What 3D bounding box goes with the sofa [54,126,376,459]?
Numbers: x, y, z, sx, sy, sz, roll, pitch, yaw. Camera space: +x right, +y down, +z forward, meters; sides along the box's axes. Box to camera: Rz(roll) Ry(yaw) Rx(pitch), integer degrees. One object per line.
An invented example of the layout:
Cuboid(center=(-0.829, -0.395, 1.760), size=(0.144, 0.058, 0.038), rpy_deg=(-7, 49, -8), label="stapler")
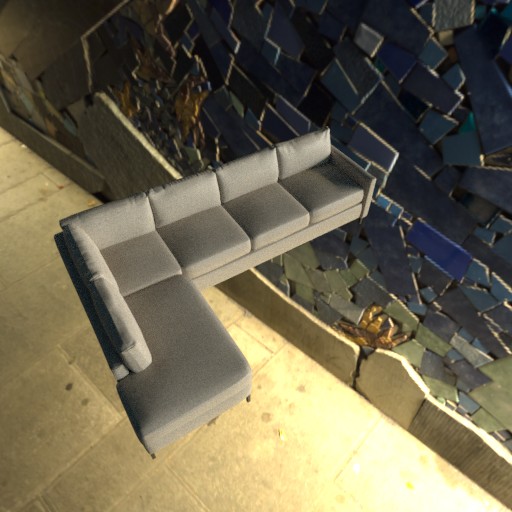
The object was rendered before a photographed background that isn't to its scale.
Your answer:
Cuboid(center=(0.000, 0.000, 3.183), size=(2.423, 0.703, 1.617), rpy_deg=(-25, 52, -21), label="sofa")
